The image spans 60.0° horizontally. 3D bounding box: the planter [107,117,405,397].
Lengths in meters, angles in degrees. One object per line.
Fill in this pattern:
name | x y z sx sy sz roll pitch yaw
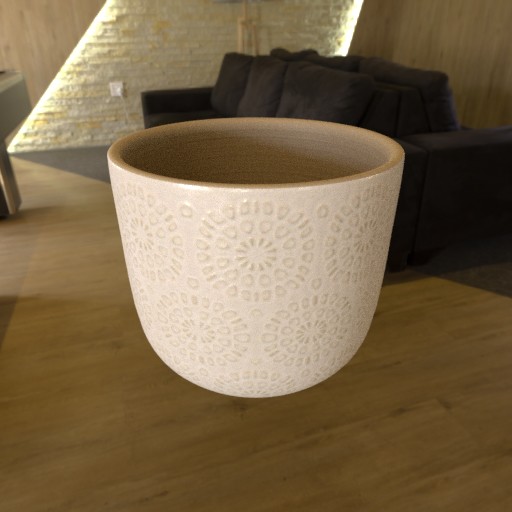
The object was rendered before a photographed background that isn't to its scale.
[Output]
planter | 0.000 0.000 0.298 0.170 0.152 0.170 0 27 0
